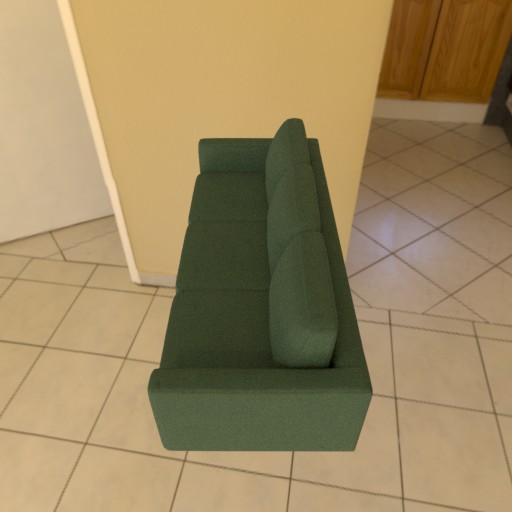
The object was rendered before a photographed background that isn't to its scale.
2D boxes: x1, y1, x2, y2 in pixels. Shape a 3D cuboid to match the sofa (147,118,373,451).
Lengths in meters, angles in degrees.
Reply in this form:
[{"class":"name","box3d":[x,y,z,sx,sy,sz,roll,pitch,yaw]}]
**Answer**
[{"class":"sofa","box3d":[0.000,0.000,2.546,0.879,0.899,2.029,0,42,0]}]
